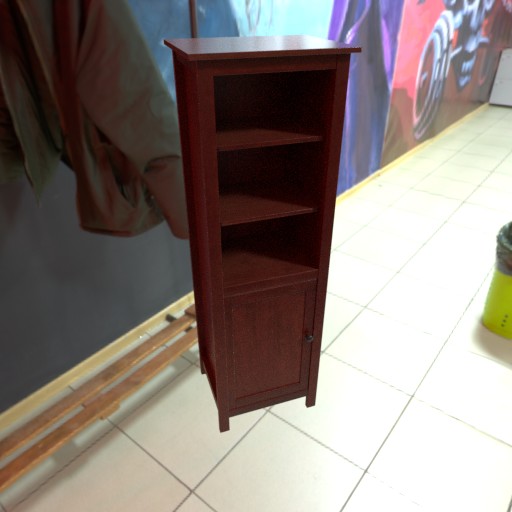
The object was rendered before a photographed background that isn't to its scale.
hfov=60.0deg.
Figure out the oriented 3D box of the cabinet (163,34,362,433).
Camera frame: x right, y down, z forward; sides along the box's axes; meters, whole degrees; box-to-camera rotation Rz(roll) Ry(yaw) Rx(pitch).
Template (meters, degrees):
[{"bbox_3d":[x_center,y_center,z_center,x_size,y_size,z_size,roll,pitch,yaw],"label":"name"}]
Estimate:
[{"bbox_3d":[0.000,0.000,1.742,0.500,1.518,0.401,-10,33,-16],"label":"cabinet"}]
